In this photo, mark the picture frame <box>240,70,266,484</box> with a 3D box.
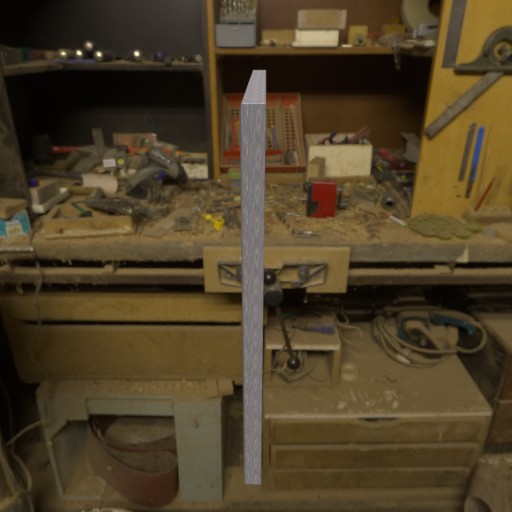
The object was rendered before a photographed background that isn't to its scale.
[{"bbox_3d":[0.000,0.000,0.760,0.029,0.559,0.454,1,27,1],"label":"picture frame"}]
